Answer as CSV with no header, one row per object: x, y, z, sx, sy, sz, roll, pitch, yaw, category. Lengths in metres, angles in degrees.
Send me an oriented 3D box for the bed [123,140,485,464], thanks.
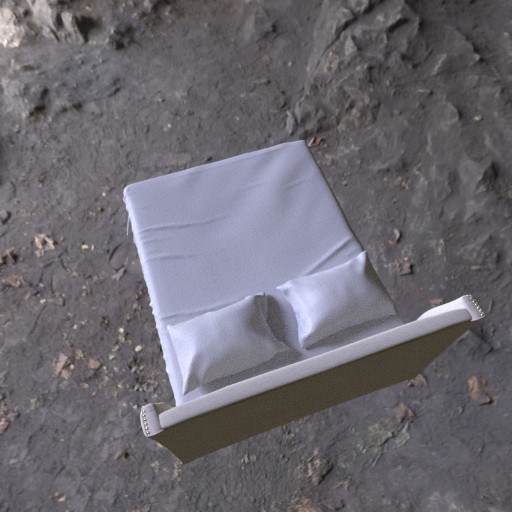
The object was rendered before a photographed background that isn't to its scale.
0.000,0.000,3.359,1.925,1.332,2.276,-17,61,-9,bed
